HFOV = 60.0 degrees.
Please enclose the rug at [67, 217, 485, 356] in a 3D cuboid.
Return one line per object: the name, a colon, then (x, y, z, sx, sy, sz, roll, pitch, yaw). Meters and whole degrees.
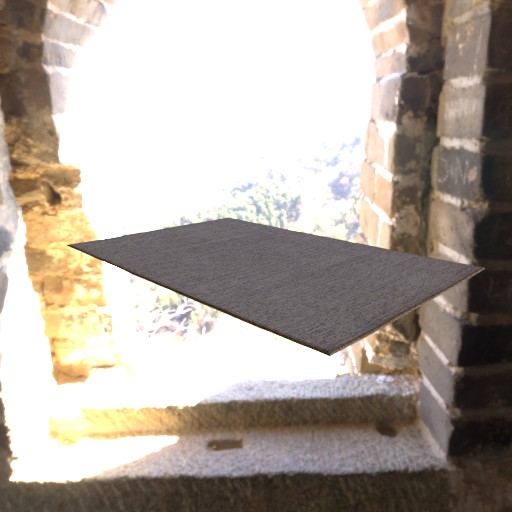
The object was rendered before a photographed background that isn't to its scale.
rug: (0.000, 0.000, 2.290, 1.211, 0.018, 1.822, -15, 21, -43)
